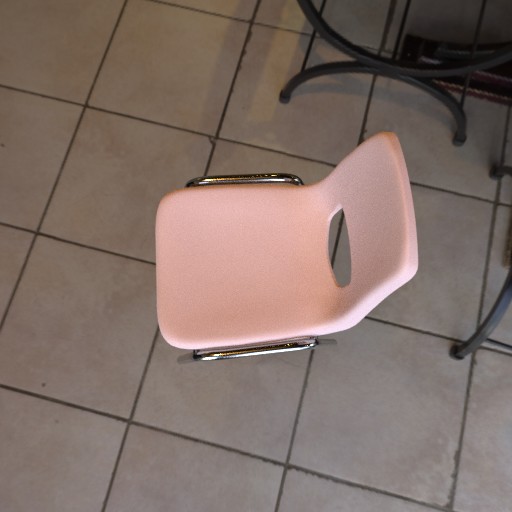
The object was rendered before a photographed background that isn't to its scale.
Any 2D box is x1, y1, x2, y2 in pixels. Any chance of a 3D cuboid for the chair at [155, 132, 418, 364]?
[{"bbox_3d":[0.000,0.000,0.798,0.385,0.536,0.354,-4,76,-1],"label":"chair"}]
